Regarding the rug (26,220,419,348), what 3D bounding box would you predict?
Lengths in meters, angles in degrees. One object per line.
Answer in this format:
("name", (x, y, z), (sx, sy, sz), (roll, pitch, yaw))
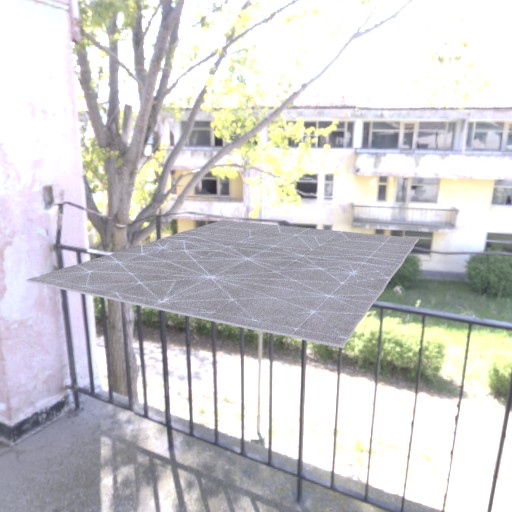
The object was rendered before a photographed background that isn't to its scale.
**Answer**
("rug", (0.000, 0.000, 0.901), (0.548, 0.006, 0.639), (7, 17, 26))
